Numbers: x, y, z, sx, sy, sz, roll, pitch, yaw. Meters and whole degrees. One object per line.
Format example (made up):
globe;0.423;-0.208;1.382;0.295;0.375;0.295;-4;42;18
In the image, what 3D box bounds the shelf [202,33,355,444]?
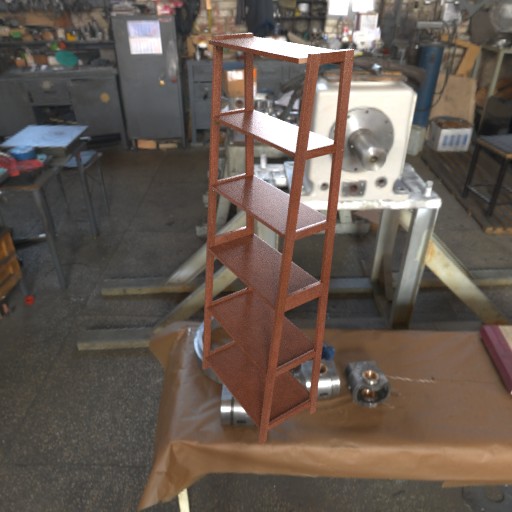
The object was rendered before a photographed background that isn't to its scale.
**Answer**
shelf;0.000;0.000;2.174;0.382;1.892;0.660;-19;37;-28
